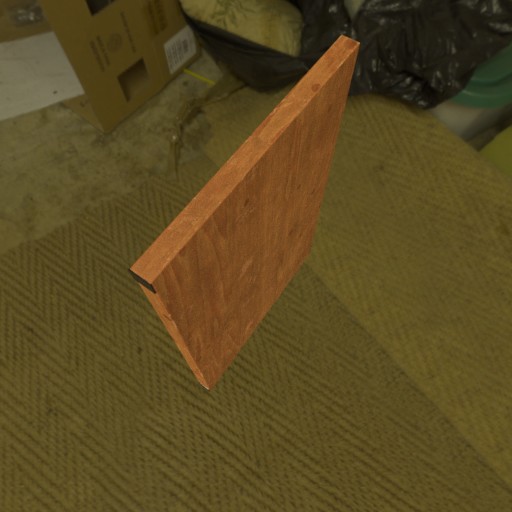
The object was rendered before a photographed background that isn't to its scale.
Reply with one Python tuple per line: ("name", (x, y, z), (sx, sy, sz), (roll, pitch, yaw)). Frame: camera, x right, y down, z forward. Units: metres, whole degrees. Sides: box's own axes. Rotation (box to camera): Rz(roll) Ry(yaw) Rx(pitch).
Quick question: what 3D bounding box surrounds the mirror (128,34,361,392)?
("mirror", (0.000, 0.000, 0.967), (0.053, 0.761, 0.517), (32, 68, 15))
